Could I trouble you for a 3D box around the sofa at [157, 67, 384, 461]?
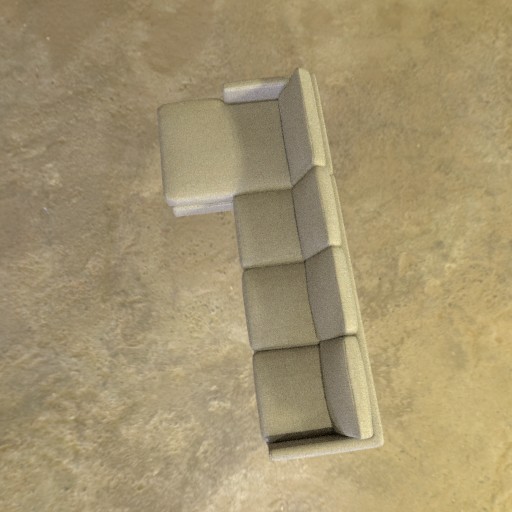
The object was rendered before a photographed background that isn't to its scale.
[{"bbox_3d":[0.000,0.000,3.808,1.502,0.876,3.201,-7,75,-2],"label":"sofa"}]
